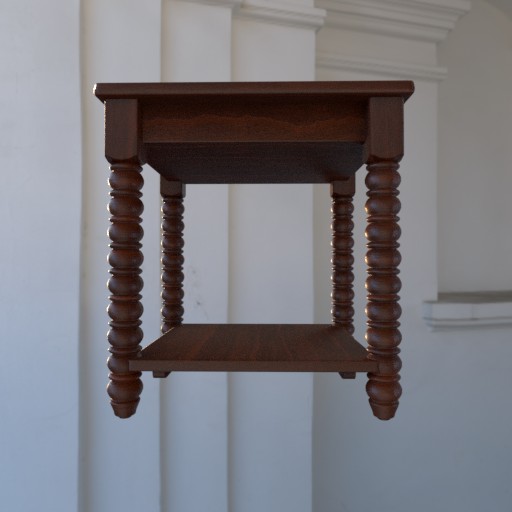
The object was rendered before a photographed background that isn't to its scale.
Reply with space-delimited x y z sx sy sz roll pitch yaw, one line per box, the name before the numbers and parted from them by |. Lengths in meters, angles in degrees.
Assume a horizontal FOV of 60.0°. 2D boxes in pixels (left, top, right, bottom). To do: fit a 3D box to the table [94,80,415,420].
table | 0.000 0.000 0.972 0.533 0.567 0.500 0 -1 1
